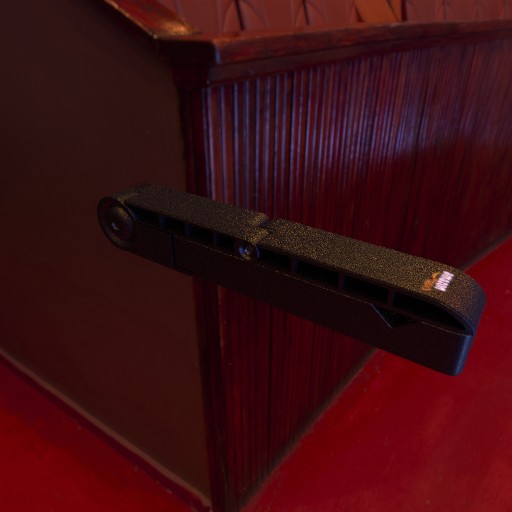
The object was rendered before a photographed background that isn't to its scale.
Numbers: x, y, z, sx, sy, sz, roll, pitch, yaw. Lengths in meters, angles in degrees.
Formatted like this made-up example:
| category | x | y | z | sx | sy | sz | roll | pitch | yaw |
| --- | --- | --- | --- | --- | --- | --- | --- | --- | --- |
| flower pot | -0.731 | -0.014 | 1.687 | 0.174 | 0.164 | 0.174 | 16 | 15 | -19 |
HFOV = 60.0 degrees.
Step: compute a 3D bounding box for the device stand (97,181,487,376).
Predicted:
| category | x | y | z | sx | sy | sz | roll | pitch | yaw |
| --- | --- | --- | --- | --- | --- | --- | --- | --- | --- |
| device stand | 0.000 | 0.000 | 0.193 | 0.179 | 0.030 | 0.026 | 19 | 35 | 29 |
